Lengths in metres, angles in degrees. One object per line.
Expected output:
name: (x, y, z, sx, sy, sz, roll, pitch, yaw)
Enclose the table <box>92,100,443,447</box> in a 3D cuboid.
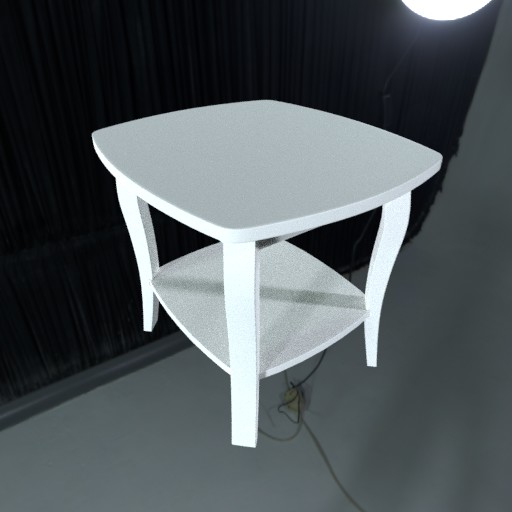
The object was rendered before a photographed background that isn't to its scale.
table: (0.000, 0.000, 0.838, 0.451, 0.438, 0.502, -22, 39, -30)
